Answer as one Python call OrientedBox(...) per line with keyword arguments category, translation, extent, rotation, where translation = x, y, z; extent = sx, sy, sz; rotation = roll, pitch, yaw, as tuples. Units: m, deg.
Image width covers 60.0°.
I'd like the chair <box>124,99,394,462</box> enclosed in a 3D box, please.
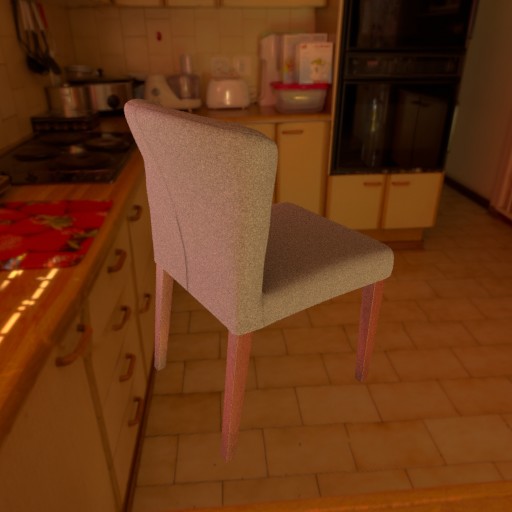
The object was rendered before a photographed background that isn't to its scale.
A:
OrientedBox(category="chair", translation=(0.000, 0.000, 1.213), extent=(0.592, 0.839, 0.491), rotation=(-17, 31, -31))
